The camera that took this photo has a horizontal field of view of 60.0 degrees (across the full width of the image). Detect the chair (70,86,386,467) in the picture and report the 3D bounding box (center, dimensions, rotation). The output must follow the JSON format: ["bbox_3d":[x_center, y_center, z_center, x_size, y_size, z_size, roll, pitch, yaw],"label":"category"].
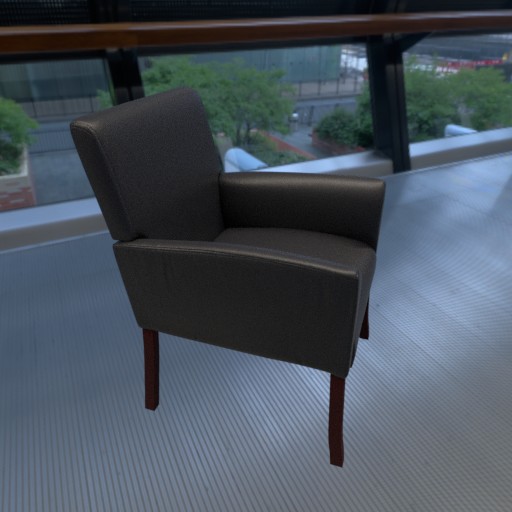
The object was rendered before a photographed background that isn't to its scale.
[{"bbox_3d":[0.000,0.000,1.462,0.772,0.951,0.683,10,31,17],"label":"chair"}]
